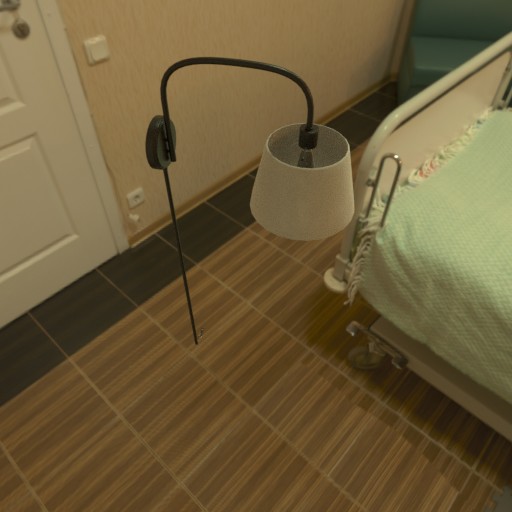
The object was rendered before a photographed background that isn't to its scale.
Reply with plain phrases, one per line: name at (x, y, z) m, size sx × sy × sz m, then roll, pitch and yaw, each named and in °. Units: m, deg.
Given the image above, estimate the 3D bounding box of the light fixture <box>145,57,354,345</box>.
light fixture at (0.000, 0.000, 0.457) m, size 0.176 × 0.399 × 0.092 m, roll 10°, pitch 48°, yaw 9°
